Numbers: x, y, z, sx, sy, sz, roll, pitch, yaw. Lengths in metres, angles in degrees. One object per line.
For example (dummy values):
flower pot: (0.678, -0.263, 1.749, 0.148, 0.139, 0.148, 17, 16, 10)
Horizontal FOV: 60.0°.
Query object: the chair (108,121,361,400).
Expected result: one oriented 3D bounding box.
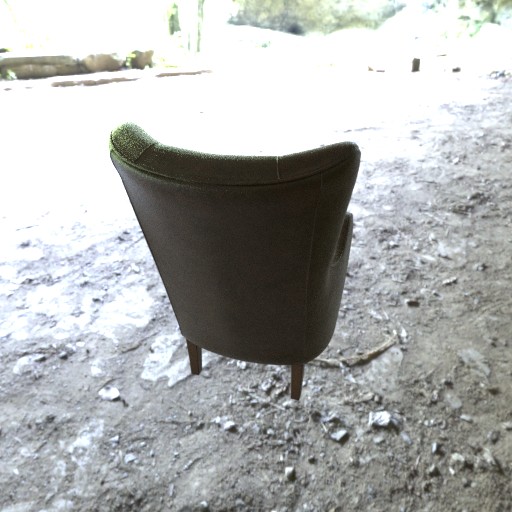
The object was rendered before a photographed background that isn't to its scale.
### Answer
chair: (0.000, 0.000, 1.633, 0.692, 1.048, 0.914, 10, 33, 15)
